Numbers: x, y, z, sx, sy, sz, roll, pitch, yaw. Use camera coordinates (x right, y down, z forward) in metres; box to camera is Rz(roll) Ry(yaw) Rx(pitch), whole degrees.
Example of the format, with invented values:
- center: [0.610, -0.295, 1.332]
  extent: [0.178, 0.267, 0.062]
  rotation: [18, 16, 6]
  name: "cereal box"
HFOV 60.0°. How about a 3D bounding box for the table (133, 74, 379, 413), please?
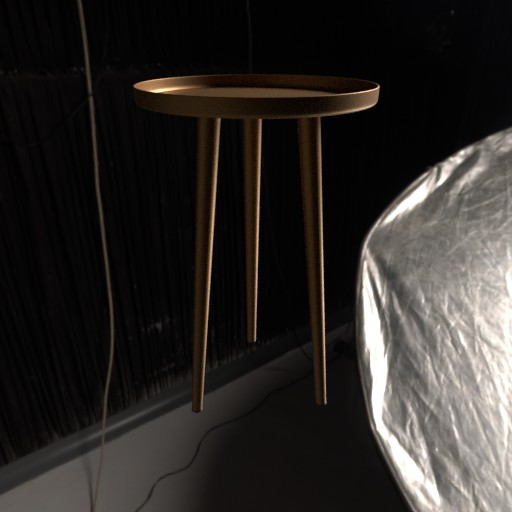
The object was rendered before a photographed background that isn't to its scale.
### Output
- center: [0.000, 0.000, 0.658]
  extent: [0.299, 0.480, 0.299]
  rotation: [-19, 32, -33]
  name: "table"
